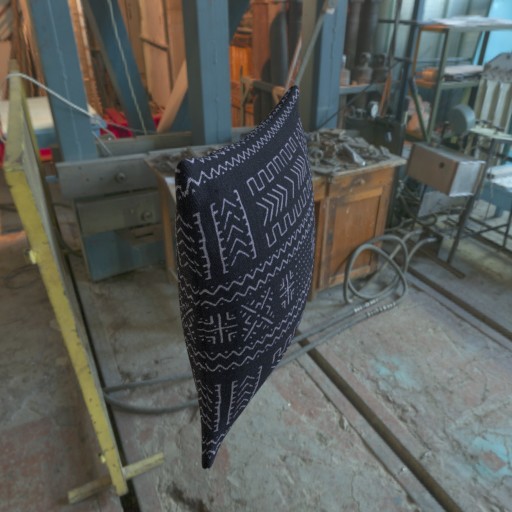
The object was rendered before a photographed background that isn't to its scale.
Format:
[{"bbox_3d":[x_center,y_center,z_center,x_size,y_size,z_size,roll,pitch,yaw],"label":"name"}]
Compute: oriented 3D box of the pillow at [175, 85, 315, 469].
[{"bbox_3d":[0.000,0.000,0.667,0.164,0.430,0.438,9,32,15],"label":"pillow"}]
